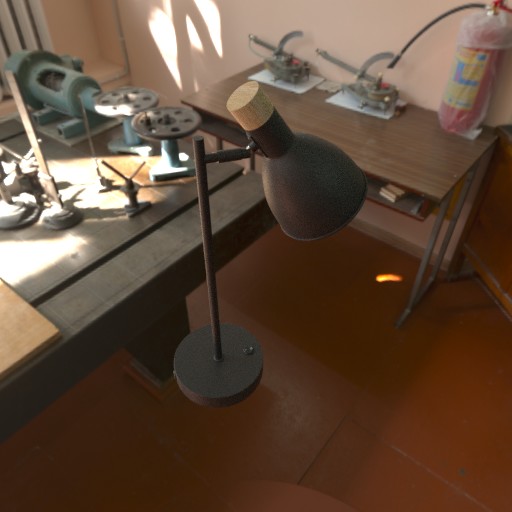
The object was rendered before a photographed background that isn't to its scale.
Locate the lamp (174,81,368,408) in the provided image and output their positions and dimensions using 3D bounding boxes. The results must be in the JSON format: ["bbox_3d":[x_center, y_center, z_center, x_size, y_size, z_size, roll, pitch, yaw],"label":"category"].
[{"bbox_3d":[0.000,0.000,0.622,0.287,0.483,0.152,-11,43,-13],"label":"lamp"}]
